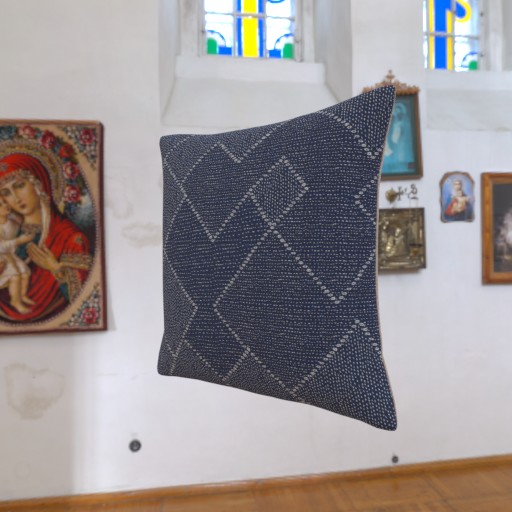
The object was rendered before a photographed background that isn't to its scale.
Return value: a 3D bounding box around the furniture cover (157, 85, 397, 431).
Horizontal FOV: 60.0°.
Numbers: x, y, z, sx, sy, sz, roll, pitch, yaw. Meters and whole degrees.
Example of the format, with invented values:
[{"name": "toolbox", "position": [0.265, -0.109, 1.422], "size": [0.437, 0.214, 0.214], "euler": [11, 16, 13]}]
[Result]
[{"name": "furniture cover", "position": [0.000, 0.000, 0.791], "size": [0.511, 0.503, 0.162], "euler": [0, 1, 37]}]
